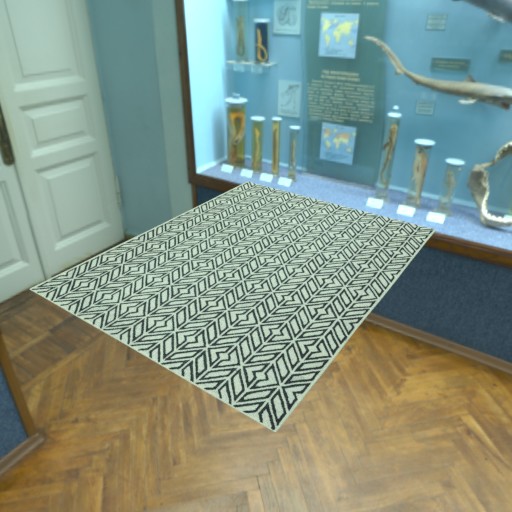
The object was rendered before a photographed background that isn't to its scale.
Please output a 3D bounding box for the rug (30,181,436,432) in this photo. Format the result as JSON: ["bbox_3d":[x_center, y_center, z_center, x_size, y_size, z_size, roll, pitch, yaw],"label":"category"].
[{"bbox_3d":[0.000,0.000,4.121,2.421,0.008,3.045,20,35,30],"label":"rug"}]
